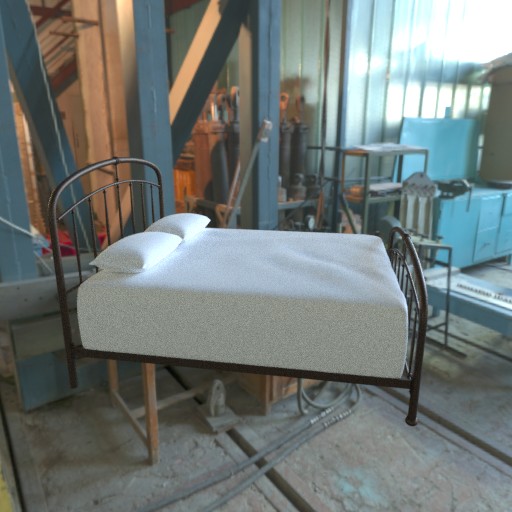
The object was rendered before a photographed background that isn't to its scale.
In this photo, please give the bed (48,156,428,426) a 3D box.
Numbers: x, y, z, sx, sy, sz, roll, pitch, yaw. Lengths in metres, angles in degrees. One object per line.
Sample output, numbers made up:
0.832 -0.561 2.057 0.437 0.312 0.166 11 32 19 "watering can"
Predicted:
0.000 0.000 3.299 2.180 1.425 1.711 3 17 10 "bed"
